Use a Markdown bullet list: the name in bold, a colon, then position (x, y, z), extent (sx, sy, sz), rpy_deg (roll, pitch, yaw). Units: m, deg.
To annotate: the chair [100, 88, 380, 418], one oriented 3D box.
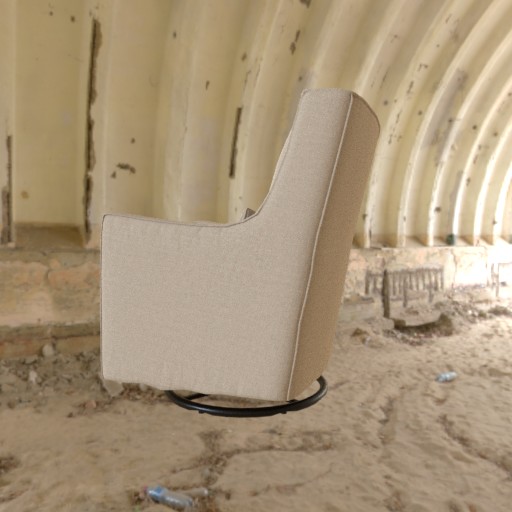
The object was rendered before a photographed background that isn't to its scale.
- **chair**: position (0.000, 0.000, 1.650), extent (0.879, 0.993, 0.732), rpy_deg (1, 2, 19)
